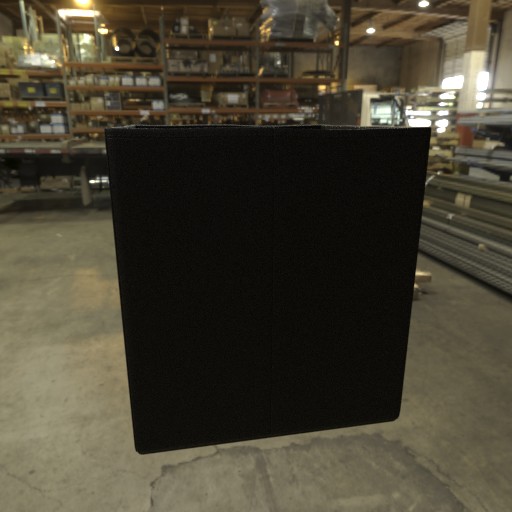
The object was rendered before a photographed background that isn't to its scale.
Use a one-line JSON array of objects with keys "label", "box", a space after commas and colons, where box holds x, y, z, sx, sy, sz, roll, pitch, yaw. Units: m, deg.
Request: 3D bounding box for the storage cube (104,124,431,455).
[{"label": "storage cube", "box": [0.000, 0.000, 0.496, 0.270, 0.280, 0.270, -3, 17, -10]}]
